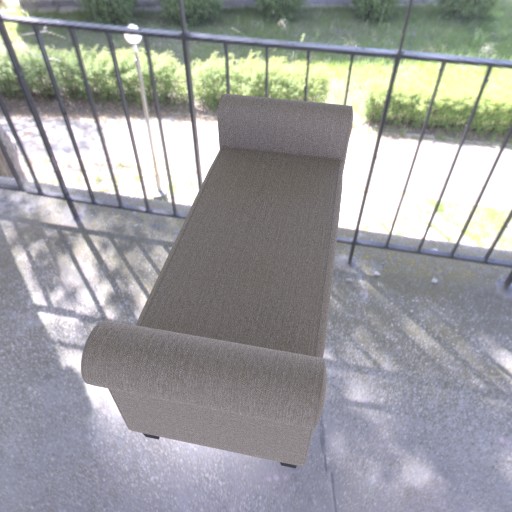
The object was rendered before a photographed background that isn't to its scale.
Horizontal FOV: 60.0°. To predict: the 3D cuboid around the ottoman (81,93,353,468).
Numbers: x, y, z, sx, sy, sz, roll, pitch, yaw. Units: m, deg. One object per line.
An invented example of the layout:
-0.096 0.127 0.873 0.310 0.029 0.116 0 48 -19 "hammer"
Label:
0.000 0.000 1.486 0.521 0.547 1.256 8 46 8 "ottoman"
